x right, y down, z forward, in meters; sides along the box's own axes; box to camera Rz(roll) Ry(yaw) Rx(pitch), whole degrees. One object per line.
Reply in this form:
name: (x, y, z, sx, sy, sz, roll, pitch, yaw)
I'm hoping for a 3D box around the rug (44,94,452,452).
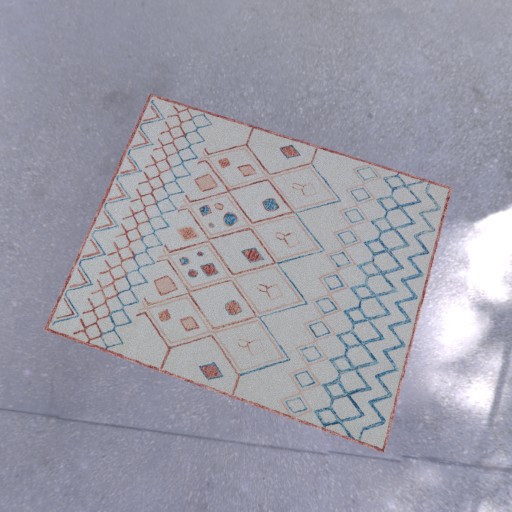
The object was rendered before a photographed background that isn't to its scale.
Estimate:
rug: (0.000, 0.000, 3.996, 3.050, 0.016, 2.441, 18, 77, 4)
